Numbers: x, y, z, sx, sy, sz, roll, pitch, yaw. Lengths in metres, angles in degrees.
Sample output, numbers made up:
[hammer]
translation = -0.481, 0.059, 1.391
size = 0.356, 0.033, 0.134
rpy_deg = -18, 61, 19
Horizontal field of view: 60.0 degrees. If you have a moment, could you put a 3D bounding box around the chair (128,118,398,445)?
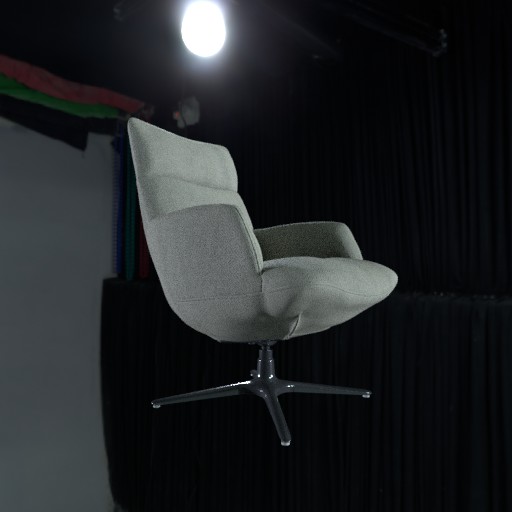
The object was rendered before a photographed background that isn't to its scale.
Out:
[chair]
translation = 0.000, 0.000, 1.584
size = 0.889, 1.016, 0.711
rpy_deg = -1, -2, 37
